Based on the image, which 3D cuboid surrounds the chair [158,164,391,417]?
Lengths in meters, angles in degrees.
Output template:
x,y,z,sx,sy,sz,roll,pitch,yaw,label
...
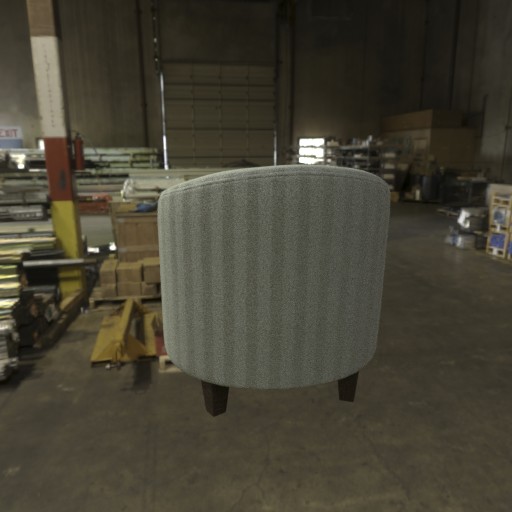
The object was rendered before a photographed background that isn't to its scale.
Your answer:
x,y,z,sx,sy,sz,roll,pitch,yaw,label
0.000,0.000,1.792,0.756,0.757,1.288,-2,13,-10,chair
